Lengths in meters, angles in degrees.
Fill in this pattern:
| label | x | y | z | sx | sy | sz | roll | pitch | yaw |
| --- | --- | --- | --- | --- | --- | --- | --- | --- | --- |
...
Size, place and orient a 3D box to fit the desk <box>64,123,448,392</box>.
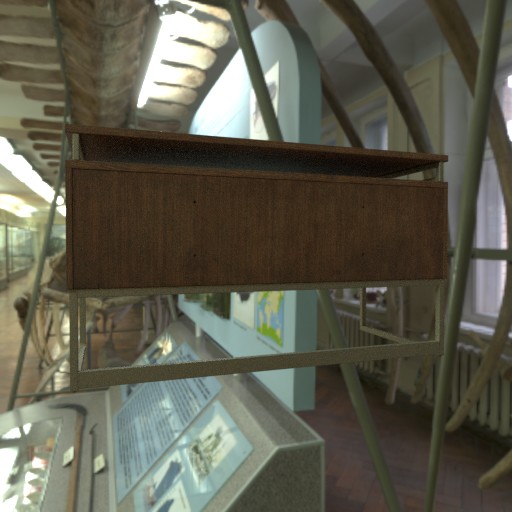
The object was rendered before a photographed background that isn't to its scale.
| label | x | y | z | sx | sy | sz | roll | pitch | yaw |
| --- | --- | --- | --- | --- | --- | --- | --- | --- | --- |
| desk | 0.000 | 0.000 | 1.808 | 1.384 | 0.792 | 0.610 | 0 | 1 | -19 |
